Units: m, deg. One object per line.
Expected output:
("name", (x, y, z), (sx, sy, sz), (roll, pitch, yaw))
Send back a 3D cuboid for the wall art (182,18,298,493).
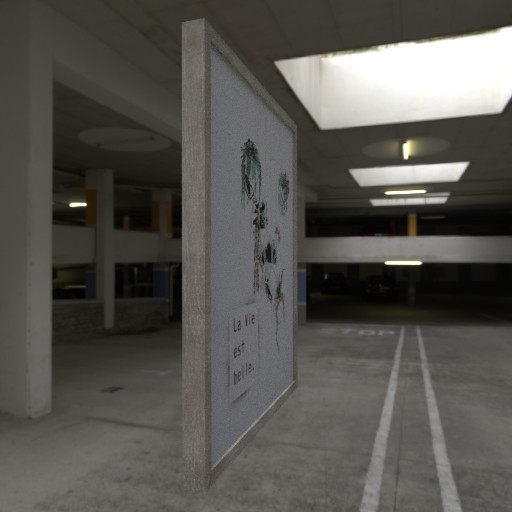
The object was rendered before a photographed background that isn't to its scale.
("wall art", (0.000, 0.000, 0.690), (0.032, 0.521, 0.421), (0, 0, 19))
